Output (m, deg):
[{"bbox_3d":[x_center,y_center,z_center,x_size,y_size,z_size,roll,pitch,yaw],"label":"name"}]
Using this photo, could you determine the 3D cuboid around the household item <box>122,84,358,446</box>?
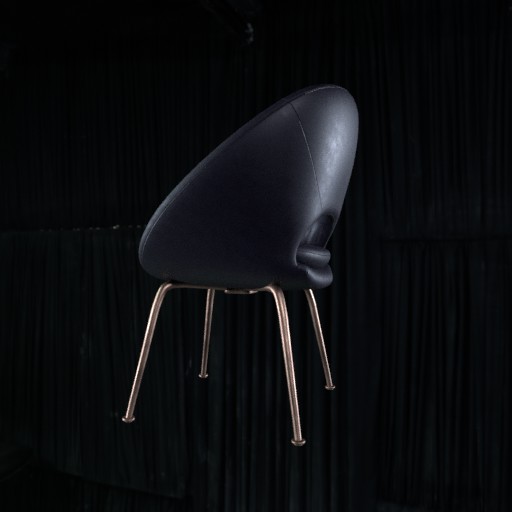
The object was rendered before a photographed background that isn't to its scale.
[{"bbox_3d":[0.000,0.000,1.275,0.573,0.852,0.623,0,0,19],"label":"household item"}]
